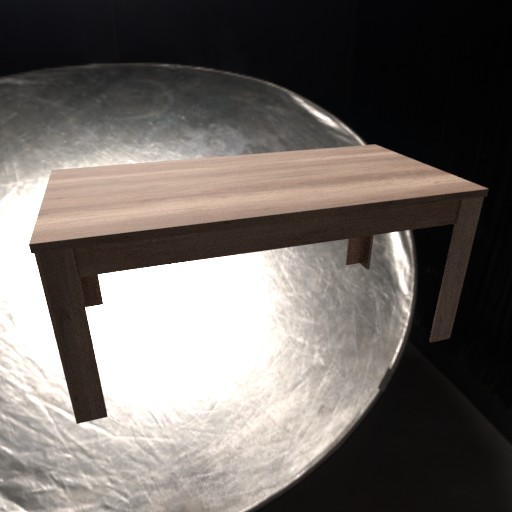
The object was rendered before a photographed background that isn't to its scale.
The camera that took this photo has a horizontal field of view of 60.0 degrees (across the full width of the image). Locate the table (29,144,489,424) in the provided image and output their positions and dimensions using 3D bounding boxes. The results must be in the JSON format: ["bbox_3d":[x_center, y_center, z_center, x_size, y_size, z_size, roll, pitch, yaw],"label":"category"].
[{"bbox_3d":[0.000,0.000,2.204,1.800,0.790,0.900,-8,28,-16],"label":"table"}]
